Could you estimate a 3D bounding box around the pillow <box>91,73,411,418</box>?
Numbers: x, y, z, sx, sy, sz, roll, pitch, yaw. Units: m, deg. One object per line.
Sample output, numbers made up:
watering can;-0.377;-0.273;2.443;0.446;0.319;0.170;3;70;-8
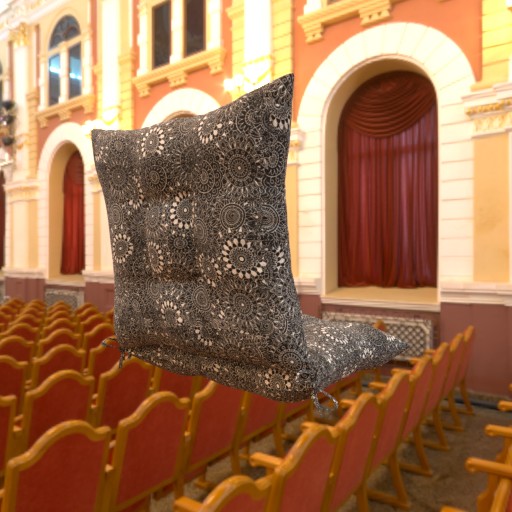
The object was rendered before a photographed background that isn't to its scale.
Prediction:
pillow;0.000;0.000;0.985;0.541;0.536;0.585;0;0;37
